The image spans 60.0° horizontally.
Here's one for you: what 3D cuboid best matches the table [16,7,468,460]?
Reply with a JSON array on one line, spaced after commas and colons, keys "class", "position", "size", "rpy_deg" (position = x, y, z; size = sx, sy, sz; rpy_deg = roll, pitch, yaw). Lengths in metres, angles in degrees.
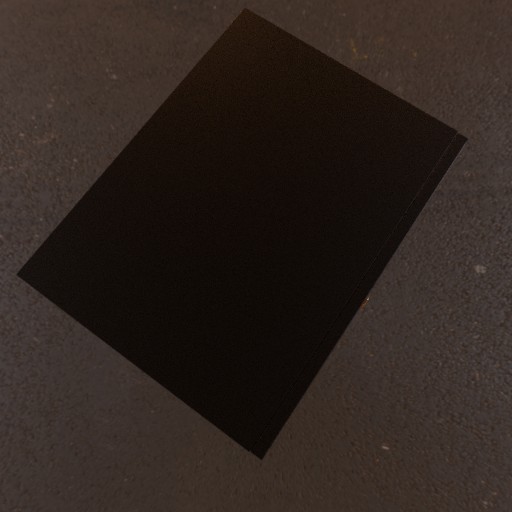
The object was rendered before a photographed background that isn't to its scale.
[{"class": "table", "position": [0.000, 0.000, 0.940], "size": [0.441, 0.584, 0.564], "rpy_deg": [34, 78, 8]}]
